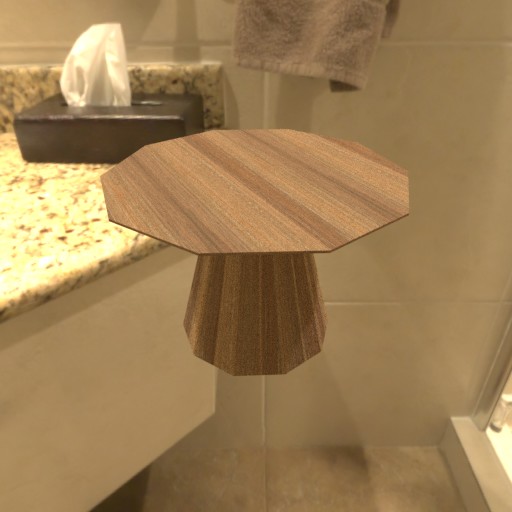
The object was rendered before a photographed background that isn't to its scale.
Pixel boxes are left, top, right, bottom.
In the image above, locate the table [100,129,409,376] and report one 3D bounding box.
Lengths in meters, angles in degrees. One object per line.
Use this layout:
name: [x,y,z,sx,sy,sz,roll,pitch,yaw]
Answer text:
table: [0.000,0.000,1.908,1.186,0.752,1.186,0,33,0]
